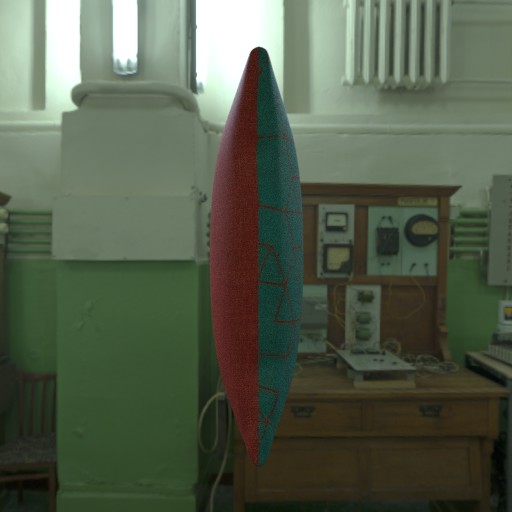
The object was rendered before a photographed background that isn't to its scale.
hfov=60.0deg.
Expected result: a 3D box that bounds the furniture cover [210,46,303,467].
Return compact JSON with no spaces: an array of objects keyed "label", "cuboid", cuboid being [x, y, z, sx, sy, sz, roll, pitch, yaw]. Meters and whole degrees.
[{"label":"furniture cover","cuboid":[0.000,0.000,0.789,0.158,0.508,0.517,0,0,-1]}]
